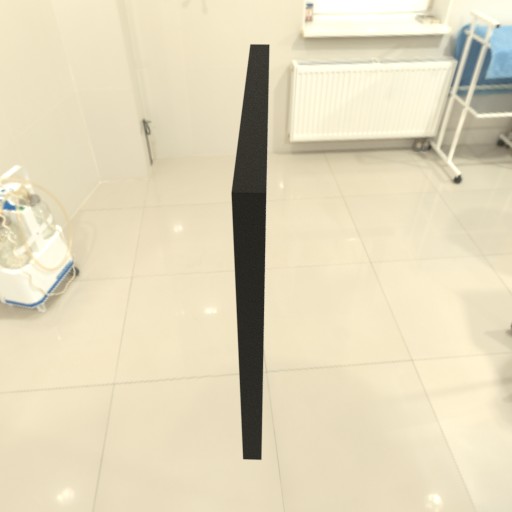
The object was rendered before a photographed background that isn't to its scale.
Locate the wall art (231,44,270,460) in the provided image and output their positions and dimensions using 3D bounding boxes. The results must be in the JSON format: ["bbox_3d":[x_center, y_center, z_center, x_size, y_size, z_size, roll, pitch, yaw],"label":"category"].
[{"bbox_3d":[0.000,0.000,0.555,0.024,0.404,0.329,1,41,1],"label":"wall art"}]
